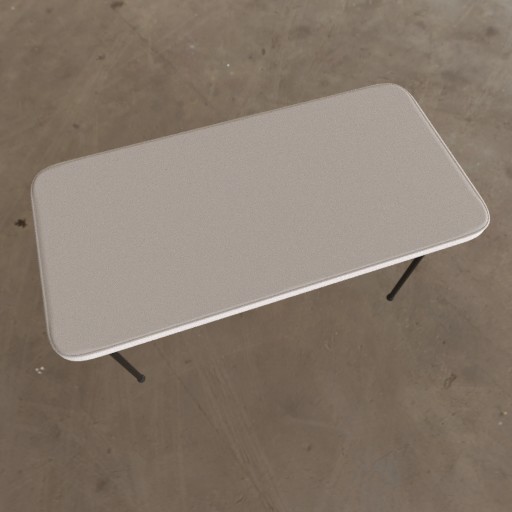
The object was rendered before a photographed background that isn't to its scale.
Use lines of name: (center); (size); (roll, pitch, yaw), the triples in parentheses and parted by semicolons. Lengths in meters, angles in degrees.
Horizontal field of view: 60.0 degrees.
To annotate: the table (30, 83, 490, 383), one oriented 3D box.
table: (0.000, 0.000, 1.583); (1.219, 0.729, 0.610); (-17, 64, -8)
